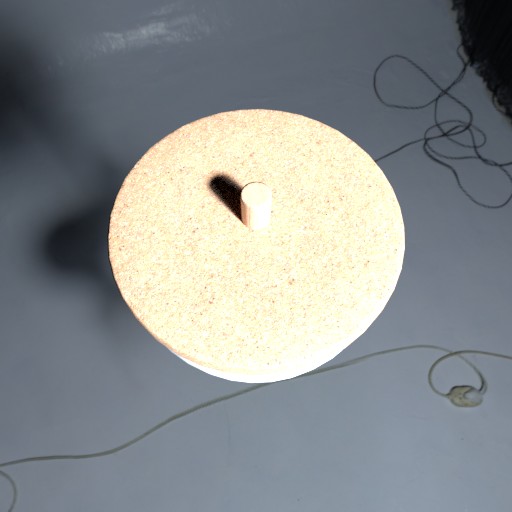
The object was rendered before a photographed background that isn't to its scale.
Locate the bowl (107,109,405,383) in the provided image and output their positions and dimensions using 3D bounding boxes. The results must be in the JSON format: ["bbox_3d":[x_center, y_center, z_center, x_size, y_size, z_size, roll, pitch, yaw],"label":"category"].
[{"bbox_3d":[0.000,0.000,0.220,0.126,0.110,0.126,0,65,0],"label":"bowl"}]
